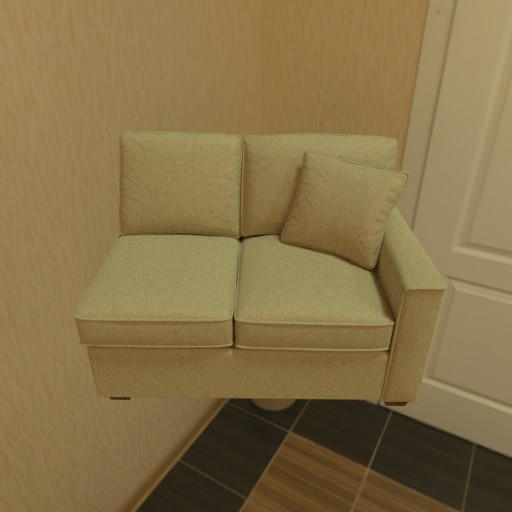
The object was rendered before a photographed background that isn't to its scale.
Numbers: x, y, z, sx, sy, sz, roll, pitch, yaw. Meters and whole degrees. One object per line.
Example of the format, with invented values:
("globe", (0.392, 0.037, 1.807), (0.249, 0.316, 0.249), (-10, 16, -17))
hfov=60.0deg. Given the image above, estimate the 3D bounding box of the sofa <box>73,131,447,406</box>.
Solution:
("sofa", (0.000, 0.000, 2.062), (1.388, 0.989, 0.991), (1, 29, 1))
